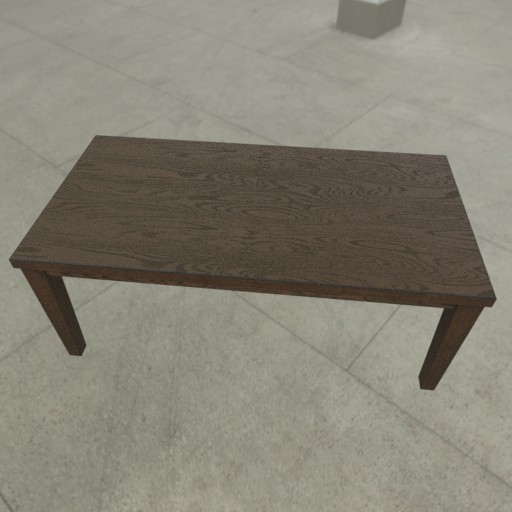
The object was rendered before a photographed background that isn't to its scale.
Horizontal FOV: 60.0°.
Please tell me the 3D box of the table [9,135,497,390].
[{"bbox_3d":[0.000,0.000,2.408,1.981,0.762,1.016,4,45,4],"label":"table"}]
